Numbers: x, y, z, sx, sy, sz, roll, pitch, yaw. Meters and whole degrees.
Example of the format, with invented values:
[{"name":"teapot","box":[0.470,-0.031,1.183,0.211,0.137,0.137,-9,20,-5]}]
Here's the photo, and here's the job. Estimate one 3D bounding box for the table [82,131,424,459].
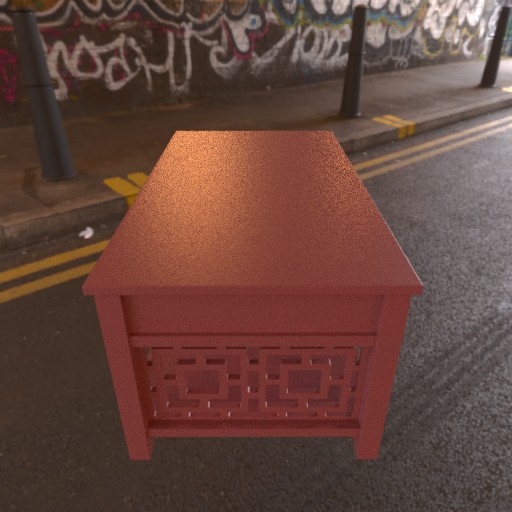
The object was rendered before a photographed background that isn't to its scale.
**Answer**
[{"name":"table","box":[0.000,0.000,1.362,0.612,0.493,1.068,0,30,0]}]
